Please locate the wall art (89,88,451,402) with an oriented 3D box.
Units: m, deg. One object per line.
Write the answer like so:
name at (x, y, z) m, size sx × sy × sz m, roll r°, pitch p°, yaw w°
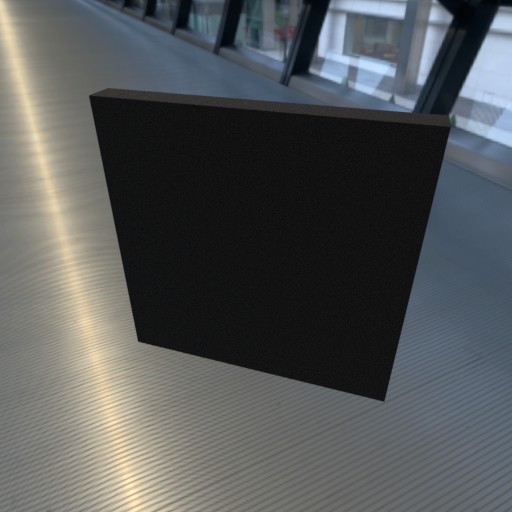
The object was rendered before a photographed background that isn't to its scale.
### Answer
wall art at (0.000, 0.000, 0.457) m, size 0.308 × 0.305 × 0.030 m, roll 10°, pitch 35°, yaw 15°
